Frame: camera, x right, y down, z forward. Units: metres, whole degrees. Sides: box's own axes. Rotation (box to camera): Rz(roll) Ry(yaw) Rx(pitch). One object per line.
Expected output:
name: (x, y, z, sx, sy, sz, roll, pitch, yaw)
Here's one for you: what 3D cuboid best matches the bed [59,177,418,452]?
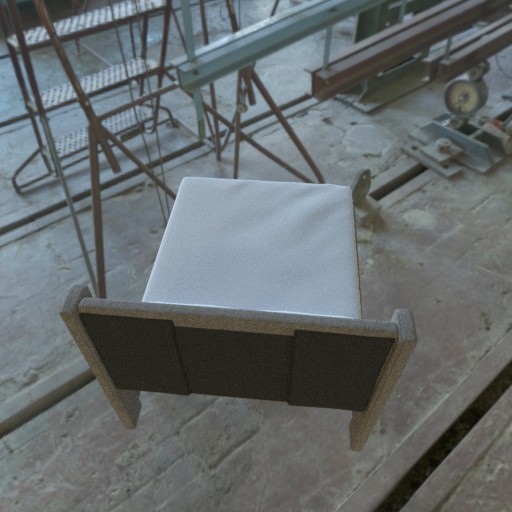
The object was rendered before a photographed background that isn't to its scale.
bed: (0.000, 0.000, 3.371, 1.714, 1.481, 2.245, 4, 48, 4)
